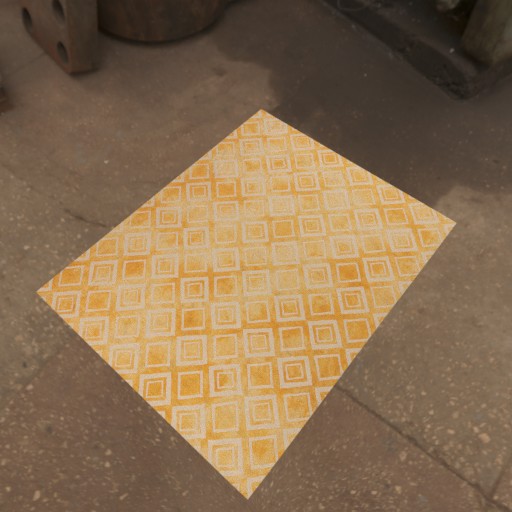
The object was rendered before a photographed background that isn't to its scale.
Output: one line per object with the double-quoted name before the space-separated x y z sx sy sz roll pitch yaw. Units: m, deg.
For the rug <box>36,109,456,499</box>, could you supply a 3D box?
"rug" 0.000 0.000 4.024 2.433 0.011 3.037 36 65 20
